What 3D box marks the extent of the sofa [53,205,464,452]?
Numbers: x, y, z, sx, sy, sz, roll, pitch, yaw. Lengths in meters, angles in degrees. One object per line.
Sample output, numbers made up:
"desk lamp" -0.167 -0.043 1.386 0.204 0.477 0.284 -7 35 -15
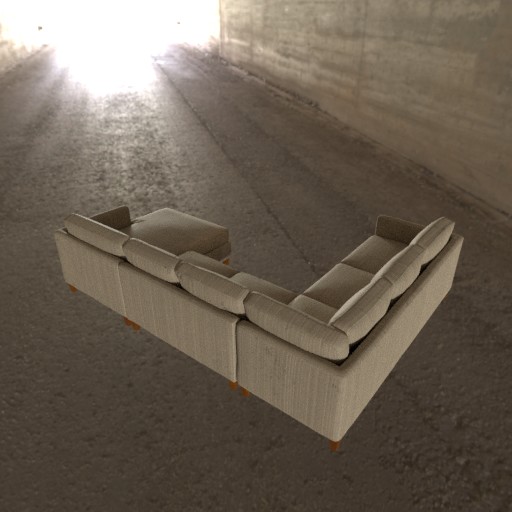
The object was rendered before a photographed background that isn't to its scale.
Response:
"sofa" 0.000 0.000 4.709 3.460 0.961 2.594 21 35 33
